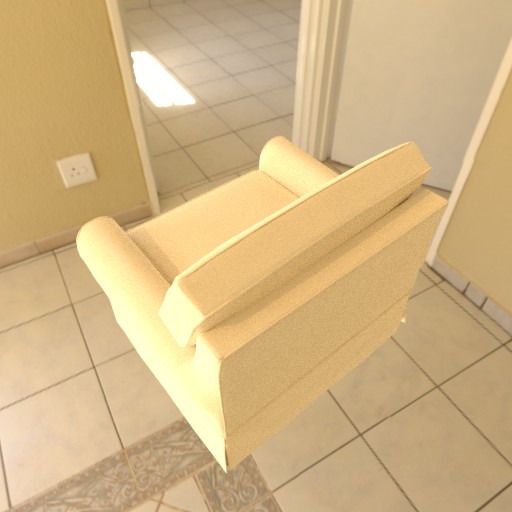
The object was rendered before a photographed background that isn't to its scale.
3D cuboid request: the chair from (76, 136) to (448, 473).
[{"bbox_3d":[0.000,0.000,1.751,1.099,0.958,0.904,-31,53,-26],"label":"chair"}]
